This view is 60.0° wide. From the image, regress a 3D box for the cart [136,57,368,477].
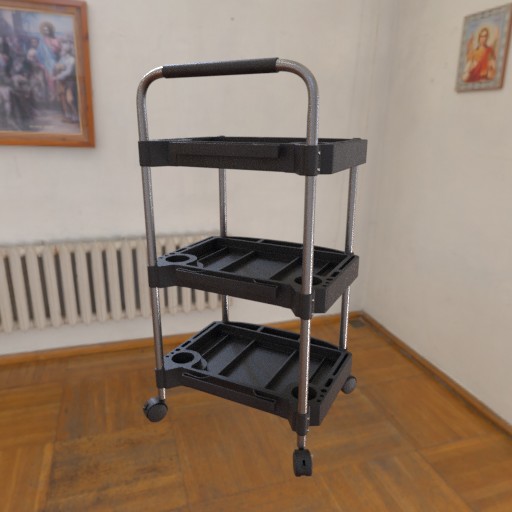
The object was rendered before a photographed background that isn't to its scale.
[{"bbox_3d":[0.000,0.000,1.379,0.584,1.075,0.518,9,19,26],"label":"cart"}]
